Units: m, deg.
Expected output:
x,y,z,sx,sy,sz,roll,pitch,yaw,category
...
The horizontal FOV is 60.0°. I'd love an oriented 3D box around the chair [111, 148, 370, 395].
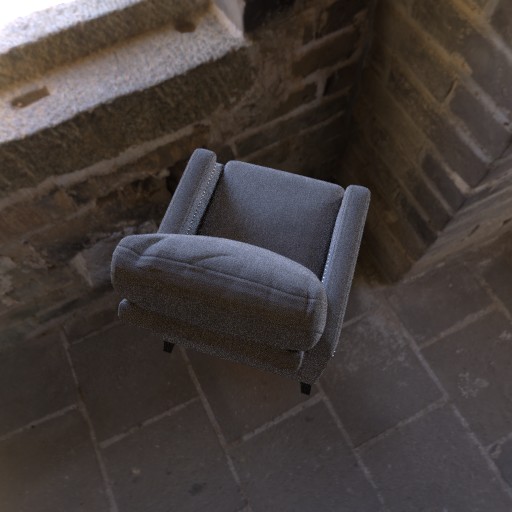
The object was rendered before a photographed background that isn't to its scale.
x,y,z,sx,sy,sz,roll,pitch,yaw,category
0.000,0.000,1.656,0.710,1.049,0.922,15,64,7,chair
